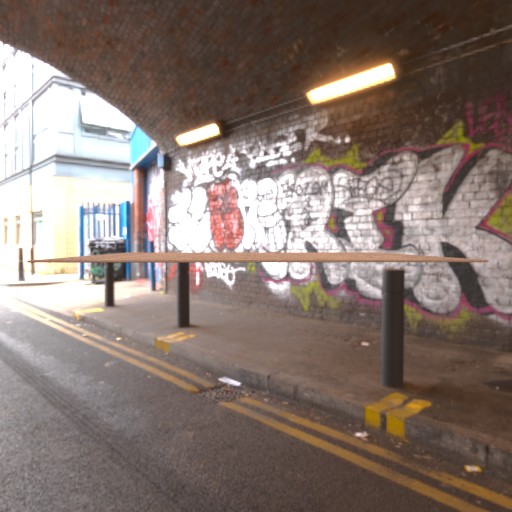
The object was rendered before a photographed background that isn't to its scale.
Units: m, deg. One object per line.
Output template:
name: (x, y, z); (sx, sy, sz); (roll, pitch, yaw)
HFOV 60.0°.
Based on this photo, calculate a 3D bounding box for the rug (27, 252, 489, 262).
rug: (0.000, 0.000, 4.129); (3.046, 0.015, 2.446); (0, 2, -1)
